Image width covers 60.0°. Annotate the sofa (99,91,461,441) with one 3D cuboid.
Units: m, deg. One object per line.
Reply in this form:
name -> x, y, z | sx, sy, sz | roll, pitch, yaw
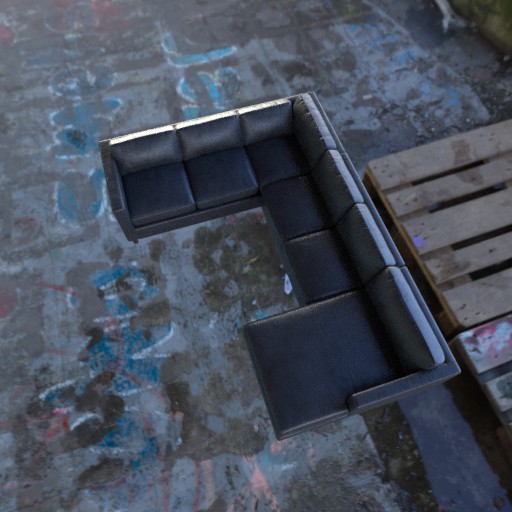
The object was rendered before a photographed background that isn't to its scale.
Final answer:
sofa -> 0.000, 0.000, 4.395 | 2.452, 0.891, 3.324 | -16, 64, -8
